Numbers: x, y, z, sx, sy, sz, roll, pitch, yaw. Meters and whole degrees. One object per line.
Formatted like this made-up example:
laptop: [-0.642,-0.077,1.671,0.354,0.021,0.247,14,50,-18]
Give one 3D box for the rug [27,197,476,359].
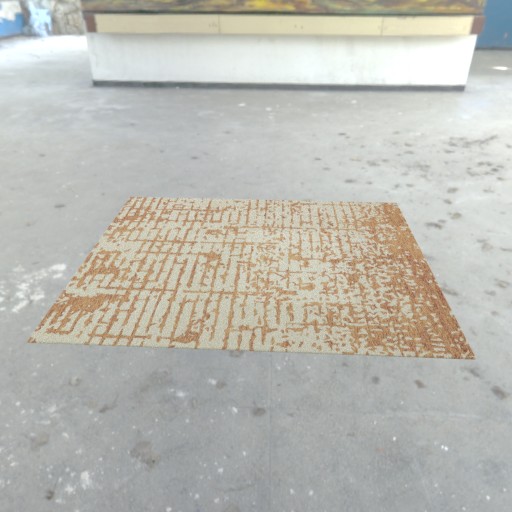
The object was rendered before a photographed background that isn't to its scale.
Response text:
rug: [0.000,0.000,4.034,3.050,0.011,2.441,2,32,3]
